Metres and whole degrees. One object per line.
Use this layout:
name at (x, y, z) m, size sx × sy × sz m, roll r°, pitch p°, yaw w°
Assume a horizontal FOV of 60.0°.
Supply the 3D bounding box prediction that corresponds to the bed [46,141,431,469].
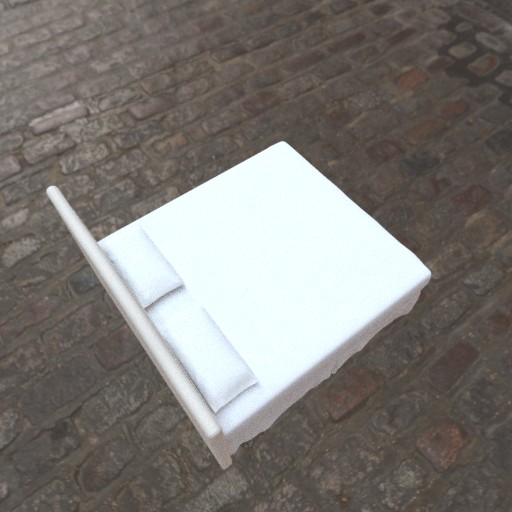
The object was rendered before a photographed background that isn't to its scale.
bed at (0.000, 0.000, 3.537) m, size 2.182 × 1.421 × 2.083 m, roll -33°, pitch 63°, yaw -19°
